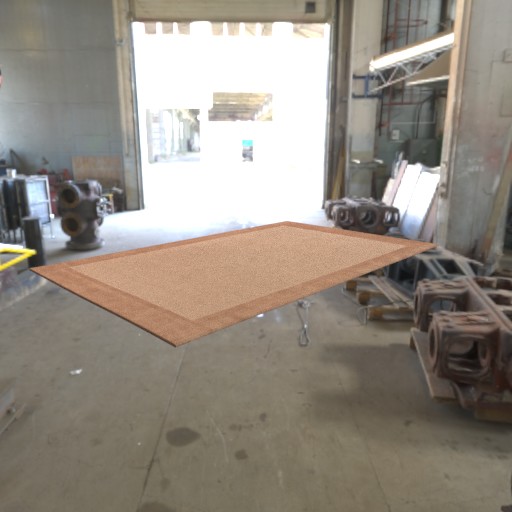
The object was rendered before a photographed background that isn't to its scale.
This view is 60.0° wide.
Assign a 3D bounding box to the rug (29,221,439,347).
[{"bbox_3d":[0.000,0.000,3.049,1.524,0.014,2.438,13,19,43],"label":"rug"}]
